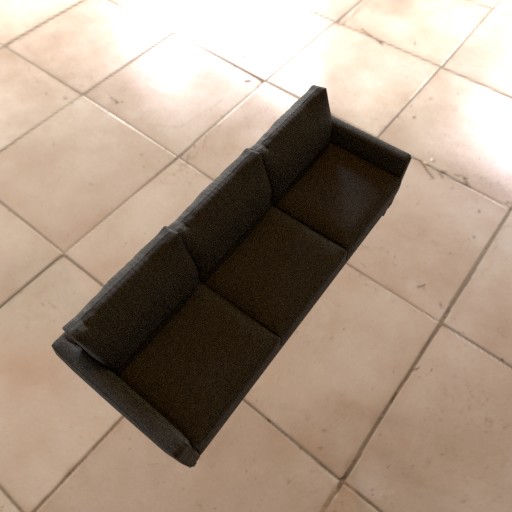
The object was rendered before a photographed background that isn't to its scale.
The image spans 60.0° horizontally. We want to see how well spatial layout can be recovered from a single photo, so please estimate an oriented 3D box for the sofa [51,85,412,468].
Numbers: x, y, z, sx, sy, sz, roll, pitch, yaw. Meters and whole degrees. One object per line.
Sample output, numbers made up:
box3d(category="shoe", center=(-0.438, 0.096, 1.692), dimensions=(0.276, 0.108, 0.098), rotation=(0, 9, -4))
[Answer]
box3d(category="sofa", center=(0.000, 0.000, 2.653), dimensions=(0.876, 0.879, 2.253), rotation=(33, 65, 18))
